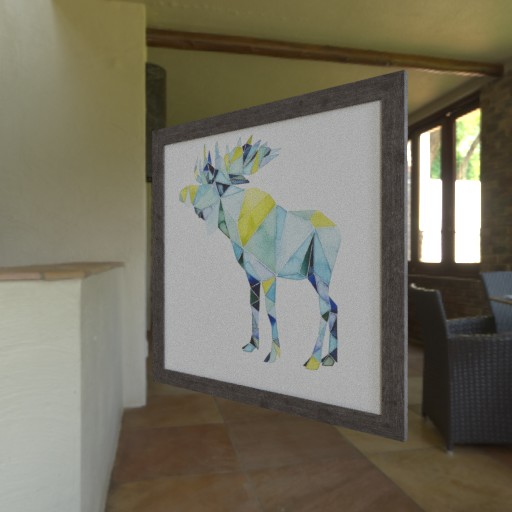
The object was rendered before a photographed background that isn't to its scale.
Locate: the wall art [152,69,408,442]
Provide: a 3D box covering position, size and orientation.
[{"bbox_3d":[0.000,0.000,0.682,0.457,0.457,0.013,0,0,36],"label":"wall art"}]
